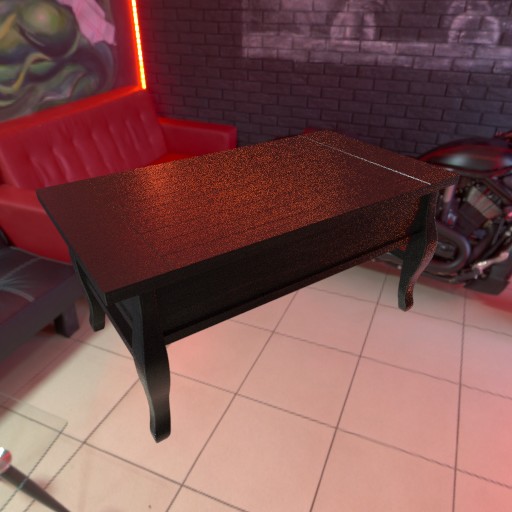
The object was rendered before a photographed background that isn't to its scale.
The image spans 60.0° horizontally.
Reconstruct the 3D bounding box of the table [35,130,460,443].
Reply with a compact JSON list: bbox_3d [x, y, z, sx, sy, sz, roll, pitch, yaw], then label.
[{"bbox_3d":[0.000,0.000,1.387,1.062,0.494,0.600,-19,36,-29],"label":"table"}]
